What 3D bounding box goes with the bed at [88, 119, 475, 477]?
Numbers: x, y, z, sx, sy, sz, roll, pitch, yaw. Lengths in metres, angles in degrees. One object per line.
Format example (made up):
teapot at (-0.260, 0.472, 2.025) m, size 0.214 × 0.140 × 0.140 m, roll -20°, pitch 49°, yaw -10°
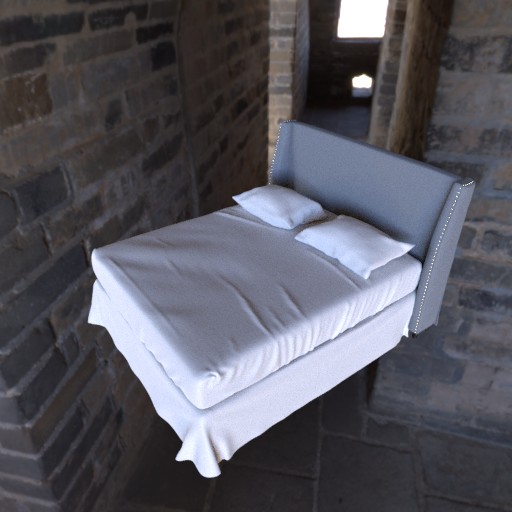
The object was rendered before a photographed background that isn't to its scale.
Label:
bed at (0.000, 0.000, 3.368) m, size 2.276 × 1.332 × 1.925 m, roll -21°, pitch 38°, yaw -30°
